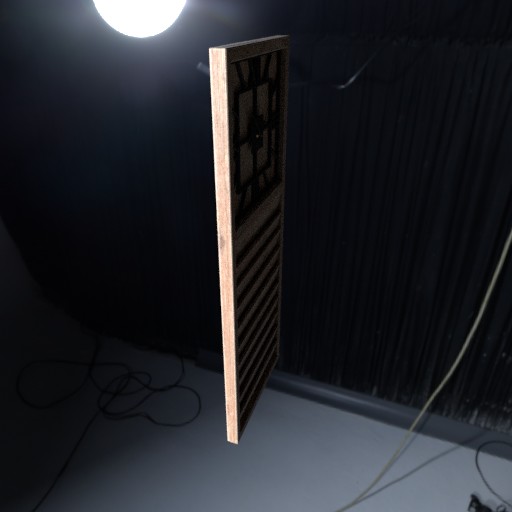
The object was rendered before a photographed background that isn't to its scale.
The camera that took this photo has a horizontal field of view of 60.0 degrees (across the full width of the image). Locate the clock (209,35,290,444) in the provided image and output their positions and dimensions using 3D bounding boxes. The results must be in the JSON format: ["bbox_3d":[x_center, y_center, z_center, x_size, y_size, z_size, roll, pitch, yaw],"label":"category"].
[{"bbox_3d":[0.000,0.000,1.103,0.030,0.965,0.361,10,31,18],"label":"clock"}]
